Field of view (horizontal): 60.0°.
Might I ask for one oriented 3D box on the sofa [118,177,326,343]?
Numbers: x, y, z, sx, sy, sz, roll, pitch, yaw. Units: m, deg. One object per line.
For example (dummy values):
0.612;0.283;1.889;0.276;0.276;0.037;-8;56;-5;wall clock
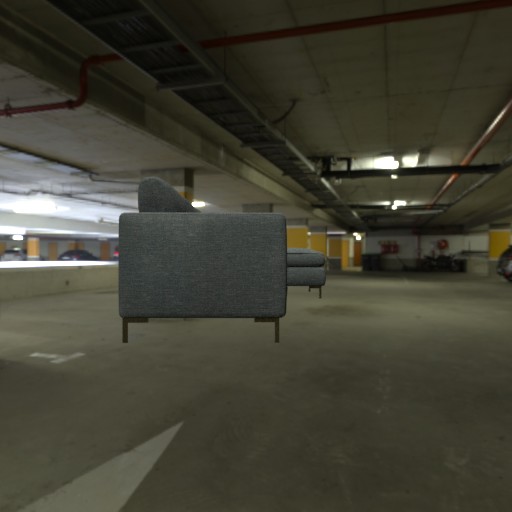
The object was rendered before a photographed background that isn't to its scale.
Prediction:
0.000;0.000;3.519;1.350;0.810;2.932;0;0;-1;sofa
